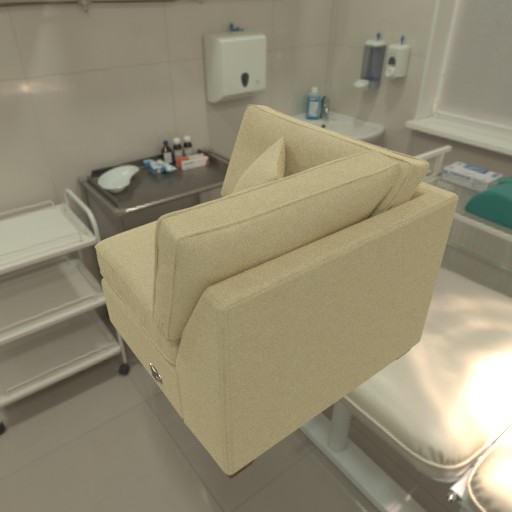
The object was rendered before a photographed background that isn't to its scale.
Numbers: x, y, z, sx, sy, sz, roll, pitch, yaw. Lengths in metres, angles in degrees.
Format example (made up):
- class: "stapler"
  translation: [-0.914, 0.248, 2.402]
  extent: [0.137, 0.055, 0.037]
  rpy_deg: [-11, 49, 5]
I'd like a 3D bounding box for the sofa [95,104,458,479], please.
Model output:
- class: "sofa"
  translation: [0.000, 0.000, 1.917]
  extent: [1.146, 1.002, 1.084]
  rpy_deg: [-23, 39, -31]
